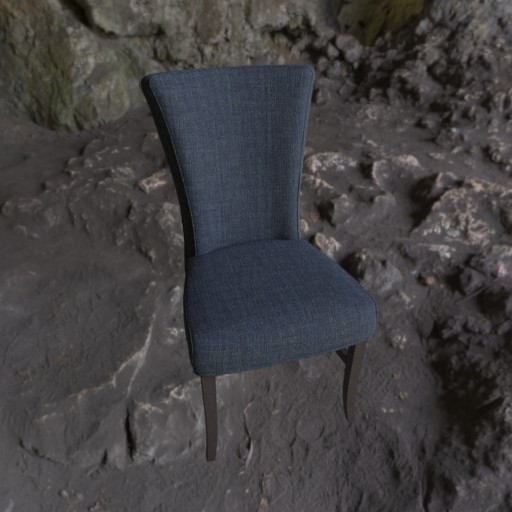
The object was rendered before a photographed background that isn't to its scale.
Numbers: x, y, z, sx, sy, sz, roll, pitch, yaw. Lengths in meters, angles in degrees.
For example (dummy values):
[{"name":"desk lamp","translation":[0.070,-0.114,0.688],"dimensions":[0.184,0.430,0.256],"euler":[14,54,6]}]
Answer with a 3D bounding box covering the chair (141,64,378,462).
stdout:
[{"name":"chair","translation":[0.000,0.000,1.355],"dimensions":[0.520,0.991,0.660],"euler":[-9,34,-14]}]
